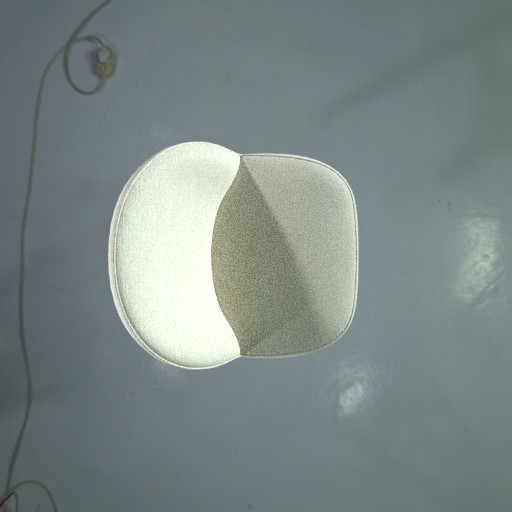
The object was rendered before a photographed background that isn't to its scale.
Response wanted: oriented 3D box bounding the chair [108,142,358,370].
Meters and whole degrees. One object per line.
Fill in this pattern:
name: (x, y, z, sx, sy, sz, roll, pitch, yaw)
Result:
chair: (0.000, 0.000, 1.182, 0.540, 0.838, 0.532, 0, 90, -1)
